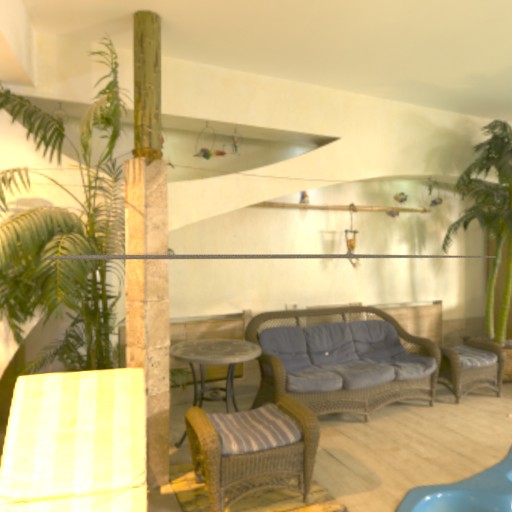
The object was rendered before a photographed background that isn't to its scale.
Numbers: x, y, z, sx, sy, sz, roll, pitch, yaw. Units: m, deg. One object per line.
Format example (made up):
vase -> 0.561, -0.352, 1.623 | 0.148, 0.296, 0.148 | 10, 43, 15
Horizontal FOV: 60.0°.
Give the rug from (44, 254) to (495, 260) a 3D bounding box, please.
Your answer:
rug -> 0.000, 0.000, 2.842 | 2.235, 0.008, 1.600 | 0, 1, -17
